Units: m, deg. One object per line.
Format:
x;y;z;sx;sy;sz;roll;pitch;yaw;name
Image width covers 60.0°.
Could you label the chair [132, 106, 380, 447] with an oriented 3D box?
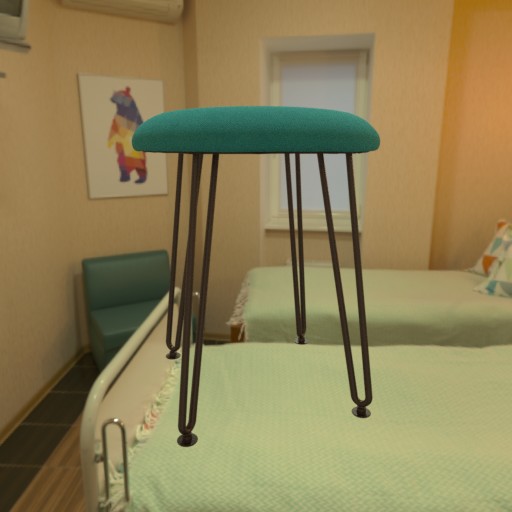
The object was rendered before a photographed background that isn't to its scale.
0.000;0.000;0.688;0.350;0.430;0.350;-7;15;-26;chair
